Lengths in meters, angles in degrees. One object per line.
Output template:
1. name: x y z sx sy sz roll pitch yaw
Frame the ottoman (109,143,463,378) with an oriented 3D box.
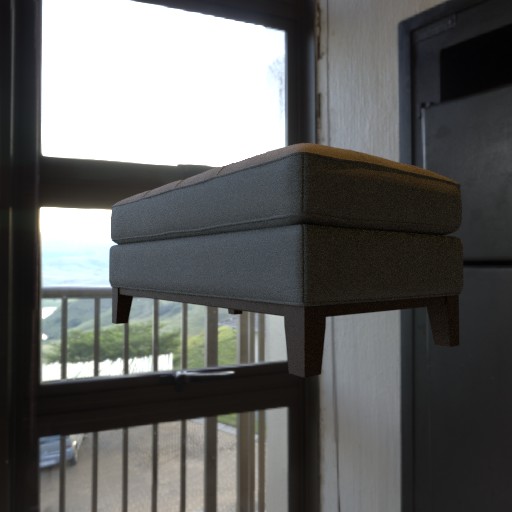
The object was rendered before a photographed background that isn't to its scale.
1. ottoman: 0.000 0.000 1.501 0.648 0.514 1.143 1 -2 -38
